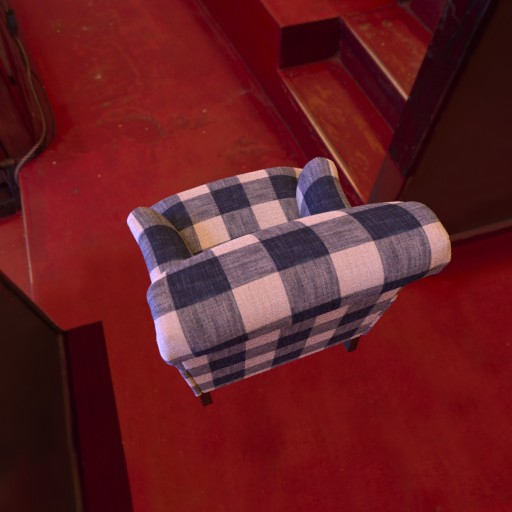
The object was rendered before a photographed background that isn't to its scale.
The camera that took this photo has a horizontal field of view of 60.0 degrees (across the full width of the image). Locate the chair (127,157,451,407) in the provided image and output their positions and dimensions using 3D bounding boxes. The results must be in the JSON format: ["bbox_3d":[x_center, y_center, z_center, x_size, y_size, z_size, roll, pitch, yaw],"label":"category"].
[{"bbox_3d":[0.000,0.000,1.579,0.781,0.953,0.848,-18,60,-11],"label":"chair"}]
